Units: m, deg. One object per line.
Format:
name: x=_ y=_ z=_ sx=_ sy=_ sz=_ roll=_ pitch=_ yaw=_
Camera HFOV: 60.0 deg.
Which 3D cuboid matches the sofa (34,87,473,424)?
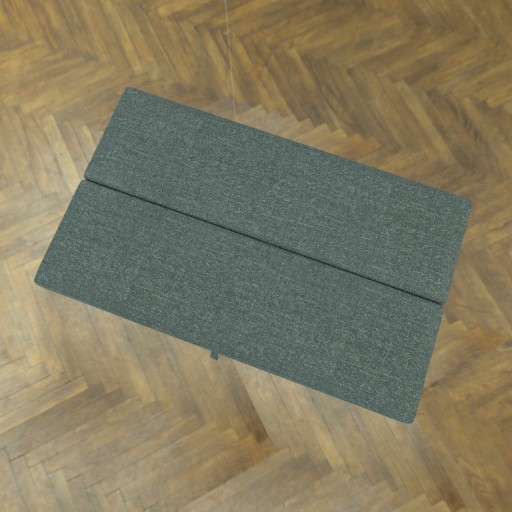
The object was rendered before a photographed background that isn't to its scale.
sofa: x=0.000 y=0.000 z=1.556 sx=1.198 sy=0.417 sz=0.782 roll=20 pitch=78 yaw=4
